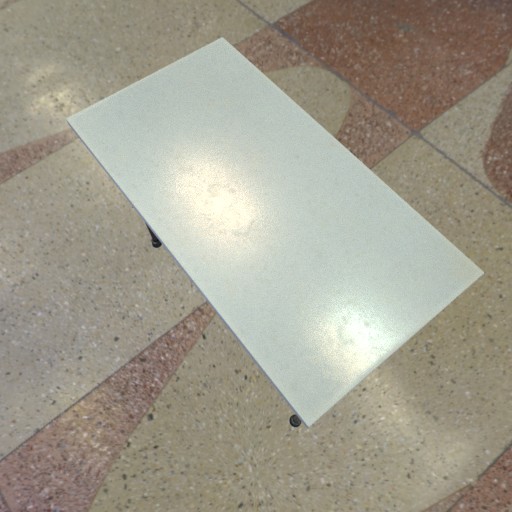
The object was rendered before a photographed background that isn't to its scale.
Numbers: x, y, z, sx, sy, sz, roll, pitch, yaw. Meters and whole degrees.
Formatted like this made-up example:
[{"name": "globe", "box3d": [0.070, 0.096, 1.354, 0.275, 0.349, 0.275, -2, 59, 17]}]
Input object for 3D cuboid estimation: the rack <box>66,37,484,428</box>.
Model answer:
[{"name": "rack", "box3d": [0.000, 0.000, 1.671, 0.613, 0.880, 1.159, -35, 69, -16]}]
